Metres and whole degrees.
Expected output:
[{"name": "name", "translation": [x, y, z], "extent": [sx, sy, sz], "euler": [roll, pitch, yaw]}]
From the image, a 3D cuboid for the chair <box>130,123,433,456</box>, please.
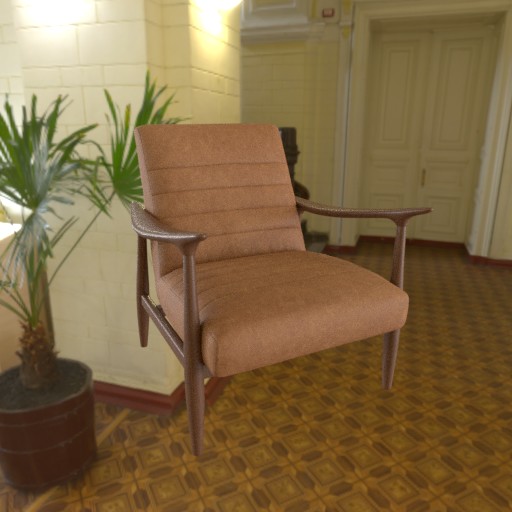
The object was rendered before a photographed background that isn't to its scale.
[{"name": "chair", "translation": [0.000, 0.000, 1.441], "extent": [0.741, 0.832, 0.798], "euler": [-8, 18, -26]}]
